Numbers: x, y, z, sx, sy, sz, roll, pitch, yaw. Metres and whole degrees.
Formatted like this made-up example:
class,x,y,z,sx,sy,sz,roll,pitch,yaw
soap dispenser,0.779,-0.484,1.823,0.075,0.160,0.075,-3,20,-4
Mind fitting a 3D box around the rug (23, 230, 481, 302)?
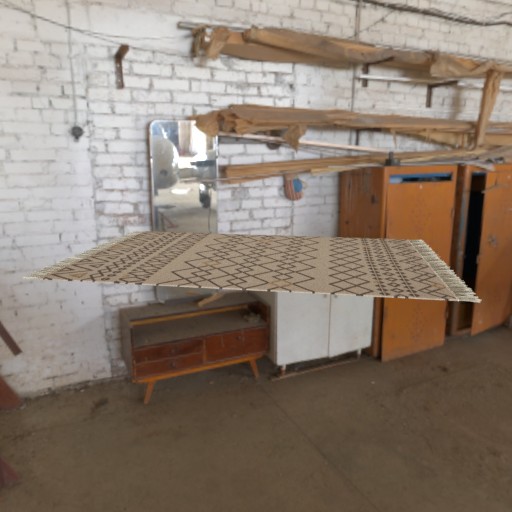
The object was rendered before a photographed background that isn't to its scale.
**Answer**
class,x,y,z,sx,sy,sz,roll,pitch,yaw
rug,0.000,0.000,2.485,2.023,0.028,1.224,2,14,9
